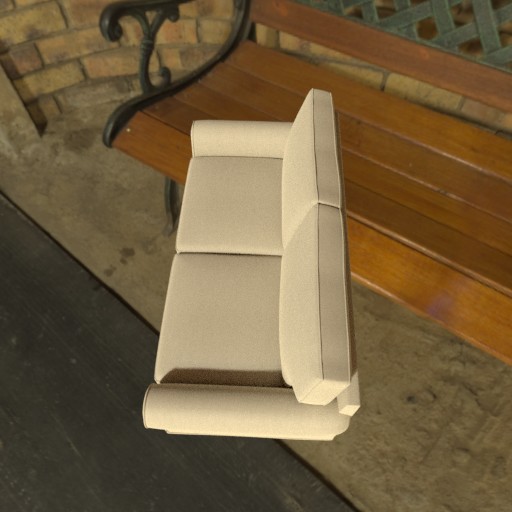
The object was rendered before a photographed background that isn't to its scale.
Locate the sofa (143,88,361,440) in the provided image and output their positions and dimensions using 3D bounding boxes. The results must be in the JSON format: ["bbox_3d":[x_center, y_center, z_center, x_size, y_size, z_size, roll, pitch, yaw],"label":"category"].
[{"bbox_3d":[0.000,0.000,2.312,0.861,0.933,1.774,2,58,1],"label":"sofa"}]
